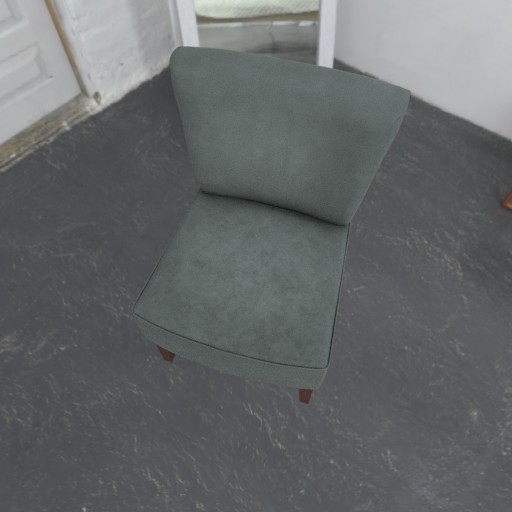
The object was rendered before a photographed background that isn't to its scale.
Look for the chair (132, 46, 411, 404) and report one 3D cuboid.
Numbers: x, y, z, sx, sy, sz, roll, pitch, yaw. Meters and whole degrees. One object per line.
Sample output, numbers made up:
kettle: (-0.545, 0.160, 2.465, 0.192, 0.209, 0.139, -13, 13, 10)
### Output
chair: (0.000, 0.000, 1.166, 0.521, 0.806, 0.554, 15, 60, 9)
